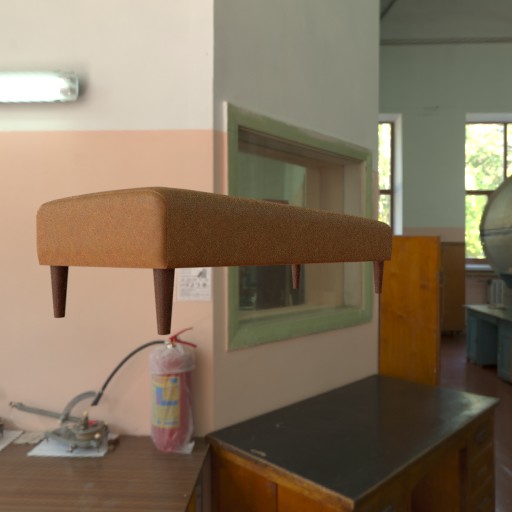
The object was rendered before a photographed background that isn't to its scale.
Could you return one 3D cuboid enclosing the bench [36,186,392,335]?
[{"bbox_3d":[0.000,0.000,1.900,0.653,0.399,1.610,0,0,37],"label":"bench"}]
